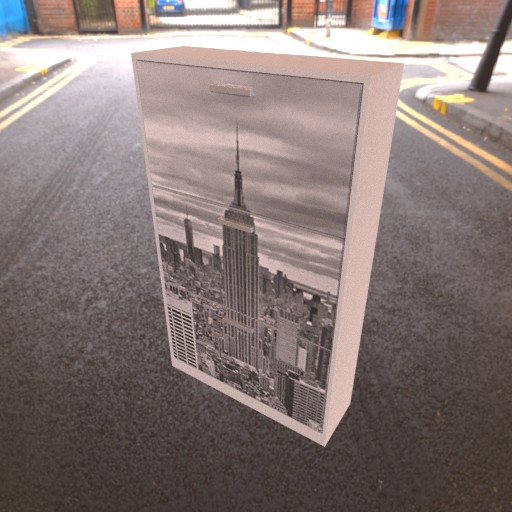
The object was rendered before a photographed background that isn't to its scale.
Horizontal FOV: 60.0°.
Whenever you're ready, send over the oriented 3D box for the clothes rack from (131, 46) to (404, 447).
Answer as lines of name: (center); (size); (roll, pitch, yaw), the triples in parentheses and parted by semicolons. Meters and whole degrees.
clothes rack: (0.000, 0.000, 1.557); (0.750, 1.280, 0.250); (19, 36, 28)
